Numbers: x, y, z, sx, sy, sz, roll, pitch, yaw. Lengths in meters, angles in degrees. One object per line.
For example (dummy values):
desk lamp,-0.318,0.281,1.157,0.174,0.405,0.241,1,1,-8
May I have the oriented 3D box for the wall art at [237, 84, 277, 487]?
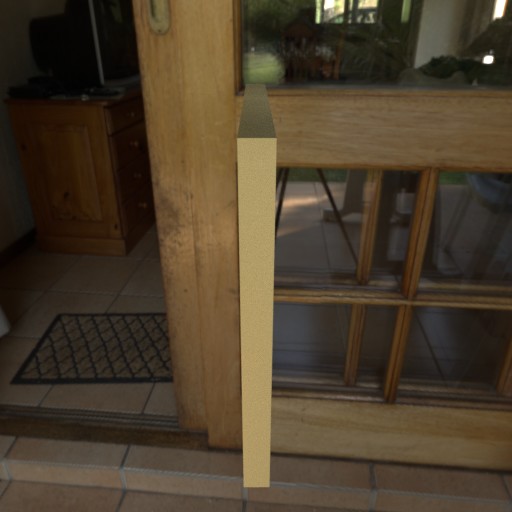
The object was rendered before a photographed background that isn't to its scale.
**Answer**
wall art,0.000,0.000,0.766,0.038,0.508,0.507,0,27,0
